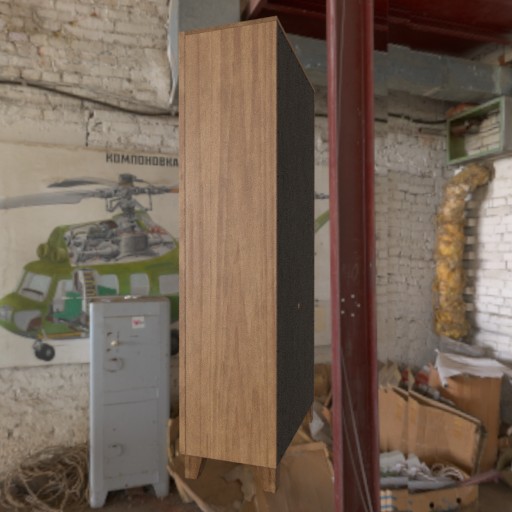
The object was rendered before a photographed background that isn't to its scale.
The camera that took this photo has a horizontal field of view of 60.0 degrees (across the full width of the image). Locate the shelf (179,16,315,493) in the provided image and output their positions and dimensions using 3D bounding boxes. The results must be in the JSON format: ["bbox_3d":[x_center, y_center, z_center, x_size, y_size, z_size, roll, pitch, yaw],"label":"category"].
[{"bbox_3d":[0.000,0.000,2.263,0.453,1.930,0.864,0,1,18],"label":"shelf"}]
